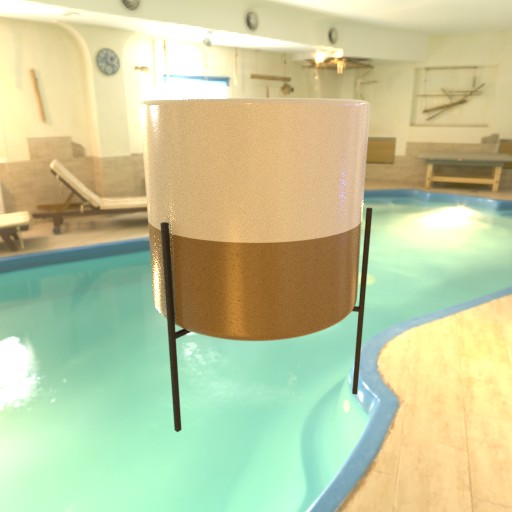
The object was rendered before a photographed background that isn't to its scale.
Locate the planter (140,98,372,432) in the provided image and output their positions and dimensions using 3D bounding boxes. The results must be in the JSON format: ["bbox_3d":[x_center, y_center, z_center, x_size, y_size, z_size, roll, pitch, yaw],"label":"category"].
[{"bbox_3d":[0.000,0.000,0.655,0.310,0.432,0.310,9,20,26],"label":"planter"}]
